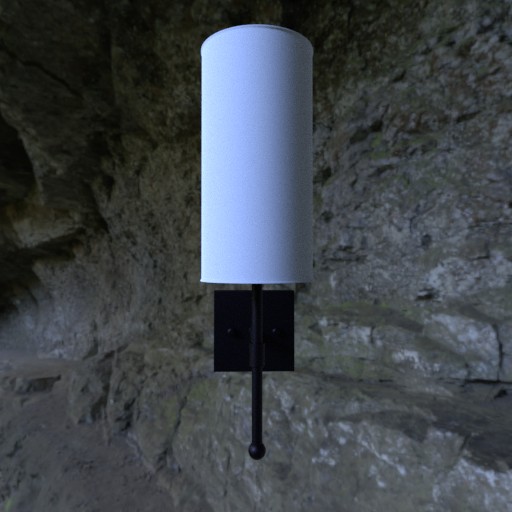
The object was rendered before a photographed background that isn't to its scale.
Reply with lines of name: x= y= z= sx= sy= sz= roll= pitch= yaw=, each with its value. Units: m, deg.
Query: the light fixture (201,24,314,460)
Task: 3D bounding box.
light fixture: x=0.000 y=0.000 z=0.545 sx=0.128 sy=0.462 sz=0.208 roll=0 pitch=-1 yaw=-2
